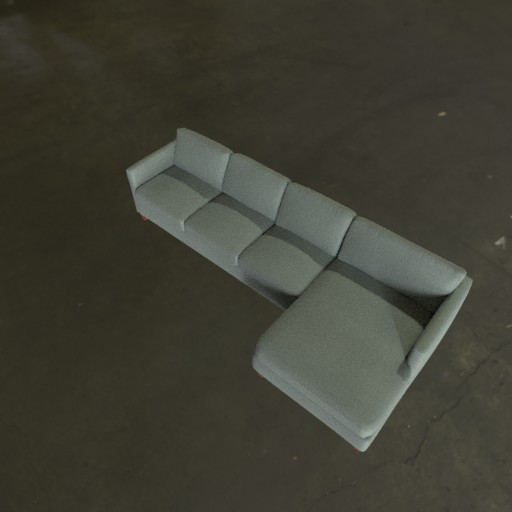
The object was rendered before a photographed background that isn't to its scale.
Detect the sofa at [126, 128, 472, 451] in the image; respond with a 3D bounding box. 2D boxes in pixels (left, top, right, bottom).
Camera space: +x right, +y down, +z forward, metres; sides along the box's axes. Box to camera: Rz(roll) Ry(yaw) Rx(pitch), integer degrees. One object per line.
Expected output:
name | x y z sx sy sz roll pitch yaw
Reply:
sofa | 0.000 0.000 4.215 3.471 0.950 1.604 32 55 26
